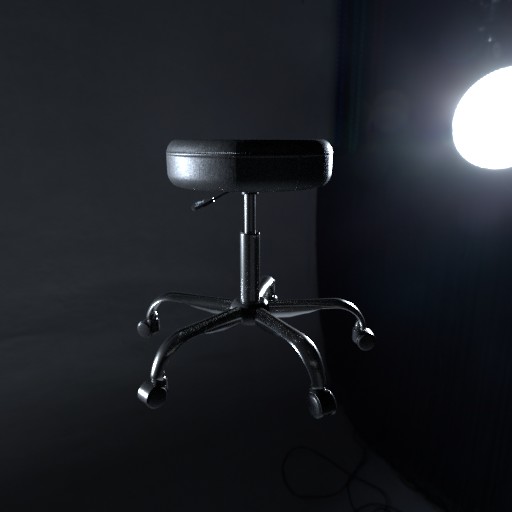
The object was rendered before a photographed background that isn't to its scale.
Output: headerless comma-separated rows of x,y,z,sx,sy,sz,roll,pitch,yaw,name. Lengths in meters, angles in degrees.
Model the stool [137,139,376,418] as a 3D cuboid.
0.000,0.000,1.130,0.673,0.576,0.638,-8,17,-28,stool
